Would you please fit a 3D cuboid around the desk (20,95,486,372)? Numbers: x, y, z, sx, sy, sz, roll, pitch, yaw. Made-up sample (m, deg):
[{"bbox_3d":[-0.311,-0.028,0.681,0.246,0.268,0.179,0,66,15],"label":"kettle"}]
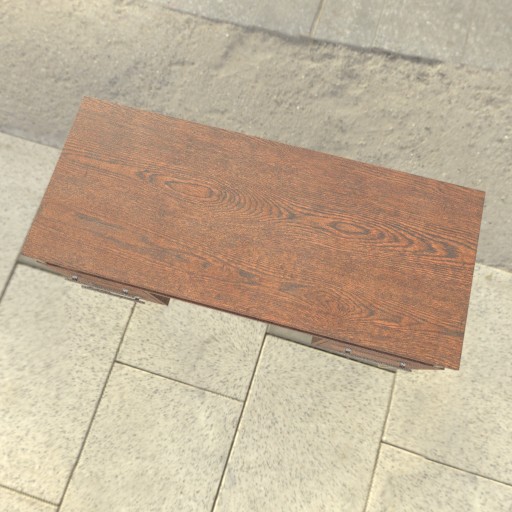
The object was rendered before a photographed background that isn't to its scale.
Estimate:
[{"bbox_3d":[0.000,0.000,1.796,1.384,0.792,0.610,14,77,4],"label":"desk"}]
